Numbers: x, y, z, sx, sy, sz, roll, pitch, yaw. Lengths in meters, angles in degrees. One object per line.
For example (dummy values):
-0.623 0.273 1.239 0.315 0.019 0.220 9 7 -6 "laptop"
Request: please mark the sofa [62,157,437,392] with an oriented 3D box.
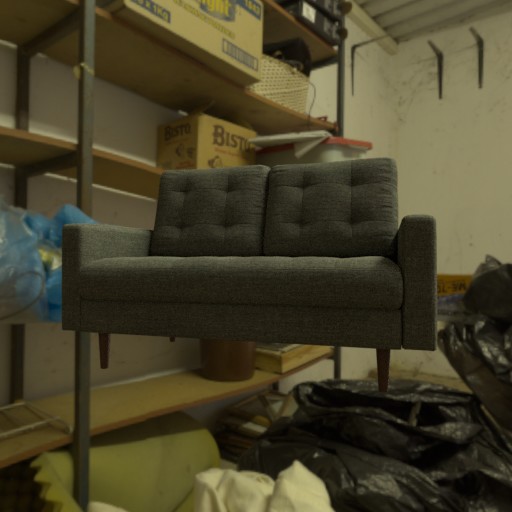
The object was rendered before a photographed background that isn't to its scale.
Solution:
0.000 0.000 1.938 1.407 0.907 0.842 0 0 17 "sofa"
